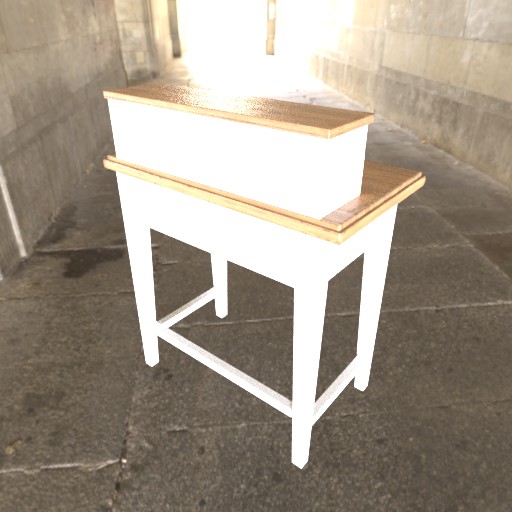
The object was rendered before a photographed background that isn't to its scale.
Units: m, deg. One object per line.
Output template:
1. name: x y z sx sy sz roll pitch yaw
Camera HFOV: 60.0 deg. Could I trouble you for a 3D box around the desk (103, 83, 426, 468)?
1. desk: 0.000 0.000 1.410 0.814 0.981 0.462 21 36 33
